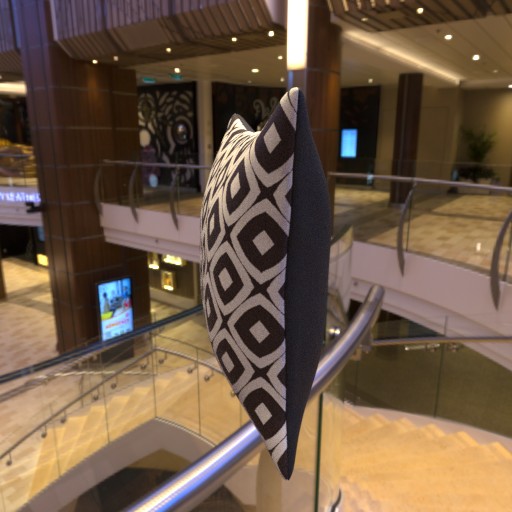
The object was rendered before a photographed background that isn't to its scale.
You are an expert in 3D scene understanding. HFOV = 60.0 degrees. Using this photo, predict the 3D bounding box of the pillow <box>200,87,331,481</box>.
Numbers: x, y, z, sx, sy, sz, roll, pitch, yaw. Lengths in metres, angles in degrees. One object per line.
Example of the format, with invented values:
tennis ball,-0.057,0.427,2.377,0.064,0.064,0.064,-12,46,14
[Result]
pillow,0.000,0.000,0.762,0.188,0.494,0.504,-3,15,-10
